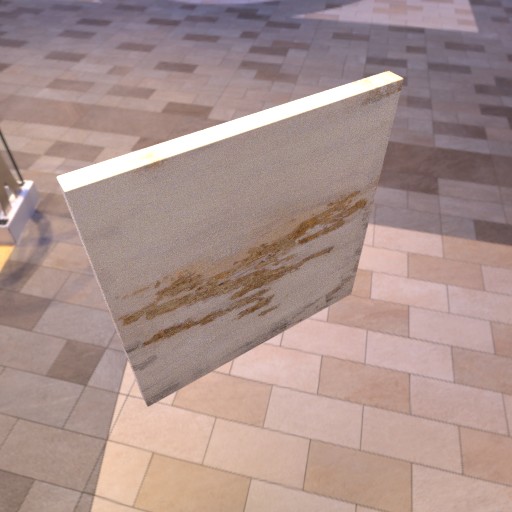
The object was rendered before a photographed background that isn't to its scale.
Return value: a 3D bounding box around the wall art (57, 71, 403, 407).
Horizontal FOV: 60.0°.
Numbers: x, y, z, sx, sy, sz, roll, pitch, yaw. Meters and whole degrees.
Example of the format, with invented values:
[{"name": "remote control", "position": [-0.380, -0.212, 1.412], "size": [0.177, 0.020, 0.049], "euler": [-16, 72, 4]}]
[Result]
[{"name": "wall art", "position": [0.000, 0.000, 0.915], "size": [0.611, 0.613, 0.040], "euler": [-25, 51, -22]}]
